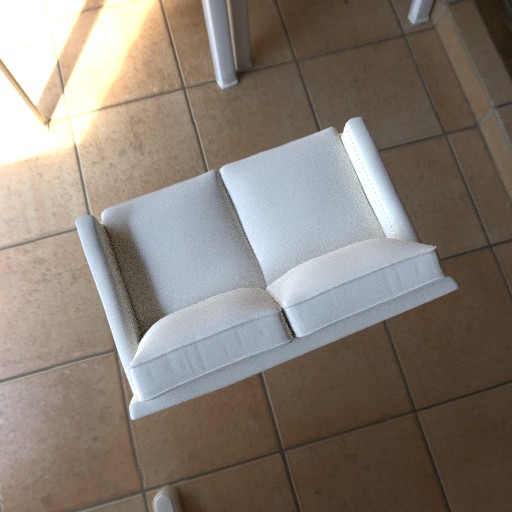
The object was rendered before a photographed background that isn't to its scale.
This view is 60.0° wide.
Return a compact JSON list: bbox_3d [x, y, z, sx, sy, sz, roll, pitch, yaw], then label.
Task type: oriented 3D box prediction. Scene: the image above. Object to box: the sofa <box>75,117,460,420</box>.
[{"bbox_3d":[0.000,0.000,2.309,1.597,1.003,1.084,-21,78,-5],"label":"sofa"}]
